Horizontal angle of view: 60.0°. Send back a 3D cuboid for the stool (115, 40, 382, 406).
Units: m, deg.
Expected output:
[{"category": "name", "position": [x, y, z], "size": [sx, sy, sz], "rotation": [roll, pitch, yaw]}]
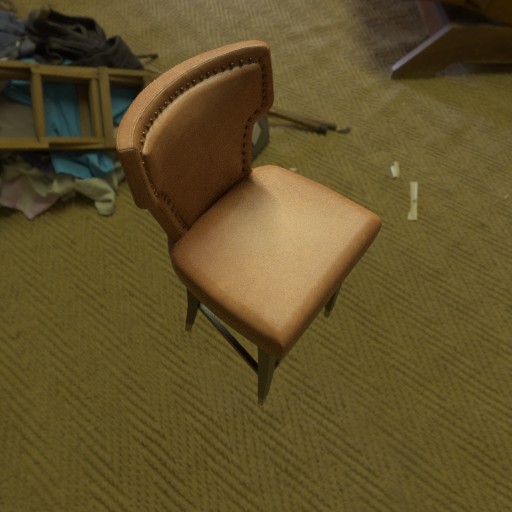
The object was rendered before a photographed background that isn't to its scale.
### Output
[{"category": "stool", "position": [0.000, 0.000, 1.405], "size": [0.563, 1.092, 0.526], "rotation": [33, 63, 20]}]
